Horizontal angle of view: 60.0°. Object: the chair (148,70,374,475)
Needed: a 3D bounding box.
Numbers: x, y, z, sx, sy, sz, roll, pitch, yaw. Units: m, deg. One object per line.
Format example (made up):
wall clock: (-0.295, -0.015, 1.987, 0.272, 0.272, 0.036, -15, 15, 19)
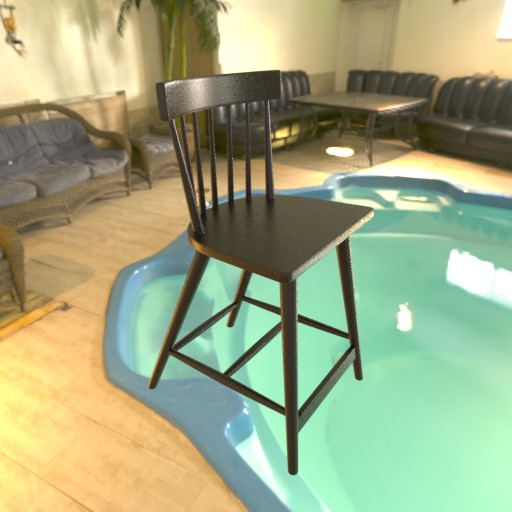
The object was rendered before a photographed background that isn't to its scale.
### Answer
chair: (0.000, 0.000, 1.266, 0.572, 0.952, 0.483, 17, 31, 31)
